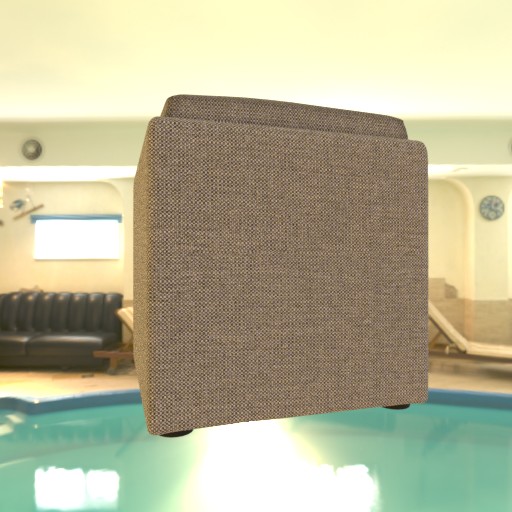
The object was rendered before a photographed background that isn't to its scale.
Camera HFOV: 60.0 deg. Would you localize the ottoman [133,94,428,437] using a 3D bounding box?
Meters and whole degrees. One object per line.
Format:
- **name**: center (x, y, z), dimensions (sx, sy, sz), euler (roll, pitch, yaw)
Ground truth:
- **ottoman**: center (0.000, 0.000, 0.847), dimensions (0.436, 0.487, 0.454), euler (0, 0, -18)
